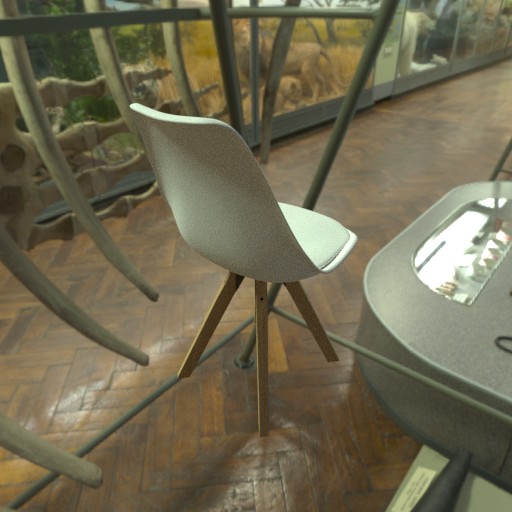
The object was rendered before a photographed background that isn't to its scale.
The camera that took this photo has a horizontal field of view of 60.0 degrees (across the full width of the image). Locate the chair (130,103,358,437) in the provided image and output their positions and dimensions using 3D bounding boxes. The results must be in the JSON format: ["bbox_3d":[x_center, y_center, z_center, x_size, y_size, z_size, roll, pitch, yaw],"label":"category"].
[{"bbox_3d":[0.000,0.000,1.205,0.485,0.849,0.550,22,37,33],"label":"chair"}]
